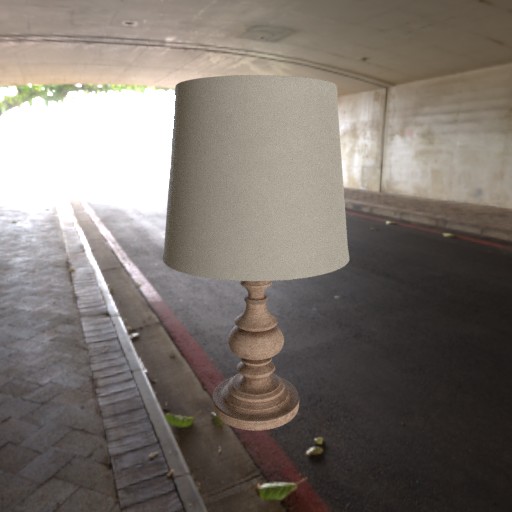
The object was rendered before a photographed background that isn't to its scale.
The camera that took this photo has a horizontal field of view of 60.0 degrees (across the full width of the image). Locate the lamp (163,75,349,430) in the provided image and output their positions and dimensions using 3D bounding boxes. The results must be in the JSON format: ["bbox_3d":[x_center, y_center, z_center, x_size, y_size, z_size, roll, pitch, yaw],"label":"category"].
[{"bbox_3d":[0.000,0.000,0.662,0.273,0.497,0.273,0,14,0],"label":"lamp"}]
